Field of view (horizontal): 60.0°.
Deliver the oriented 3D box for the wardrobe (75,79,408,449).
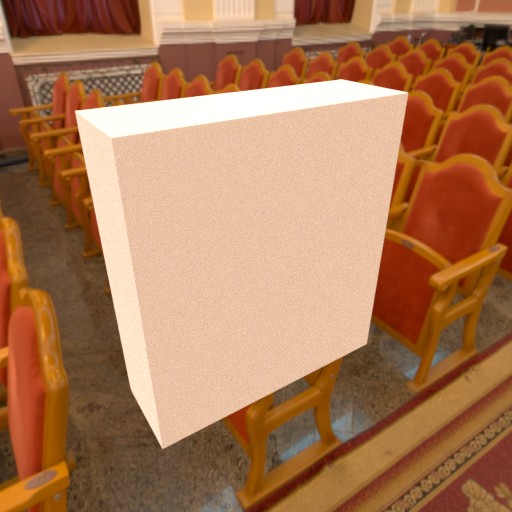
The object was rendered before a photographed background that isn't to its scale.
[{"bbox_3d":[0.000,0.000,3.003,1.830,2.020,0.600,-18,35,-28],"label":"wardrobe"}]
